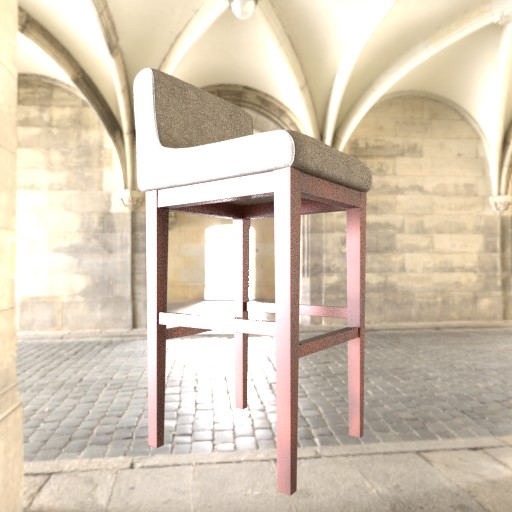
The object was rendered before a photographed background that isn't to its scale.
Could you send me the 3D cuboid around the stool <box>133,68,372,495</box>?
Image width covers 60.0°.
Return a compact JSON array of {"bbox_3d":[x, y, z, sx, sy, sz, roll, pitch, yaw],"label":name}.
[{"bbox_3d":[0.000,0.000,1.172,0.499,0.965,0.426,-1,-1,35],"label":"stool"}]
